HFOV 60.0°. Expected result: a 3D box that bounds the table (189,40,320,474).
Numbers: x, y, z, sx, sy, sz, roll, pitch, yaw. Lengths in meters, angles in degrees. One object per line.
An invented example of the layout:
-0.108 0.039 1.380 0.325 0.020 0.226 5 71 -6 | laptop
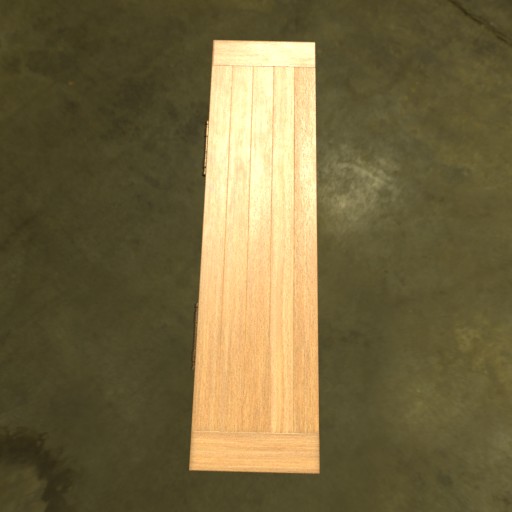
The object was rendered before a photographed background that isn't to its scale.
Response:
0.000 0.000 1.959 0.442 0.762 1.599 1 76 0 | table
